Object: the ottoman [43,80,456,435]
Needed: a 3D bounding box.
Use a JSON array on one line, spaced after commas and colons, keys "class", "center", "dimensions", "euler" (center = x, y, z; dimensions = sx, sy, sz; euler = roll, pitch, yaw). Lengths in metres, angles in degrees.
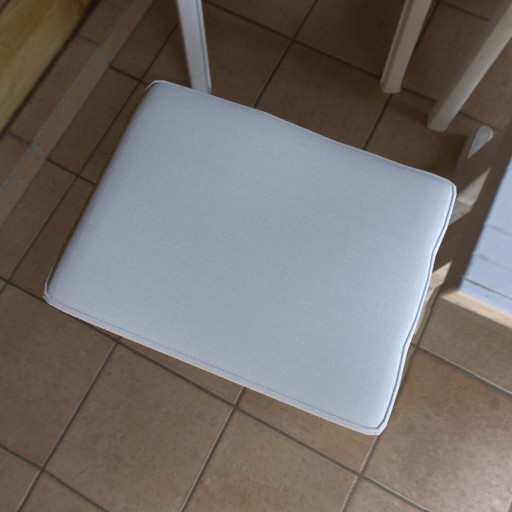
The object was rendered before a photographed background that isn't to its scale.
[{"class": "ottoman", "center": [0.000, 0.000, 1.193], "dimensions": [0.818, 0.479, 0.634], "euler": [21, 77, 5]}]
